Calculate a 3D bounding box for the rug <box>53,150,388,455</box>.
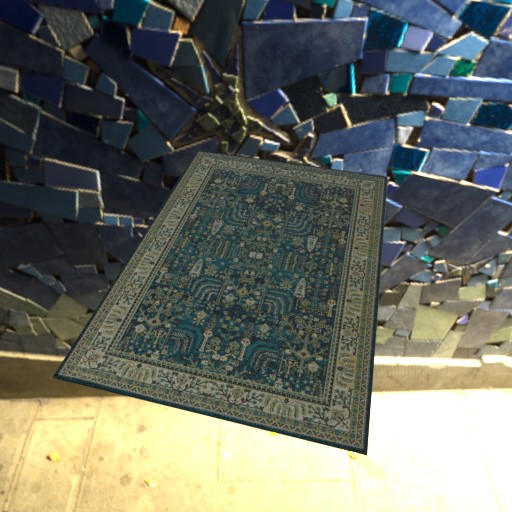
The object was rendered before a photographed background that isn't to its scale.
[{"bbox_3d":[0.000,0.000,2.891,1.594,0.013,2.213,10,46,10],"label":"rug"}]
